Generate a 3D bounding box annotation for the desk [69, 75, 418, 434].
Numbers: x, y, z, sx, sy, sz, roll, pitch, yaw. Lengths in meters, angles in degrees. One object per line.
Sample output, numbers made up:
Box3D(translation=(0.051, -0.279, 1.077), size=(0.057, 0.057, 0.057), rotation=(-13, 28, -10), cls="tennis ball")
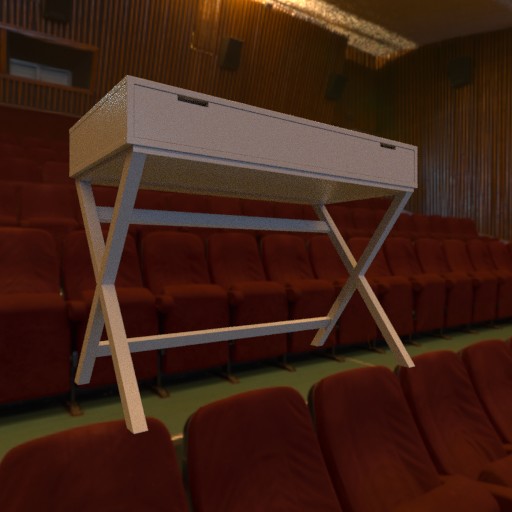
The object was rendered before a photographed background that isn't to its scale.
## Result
Box3D(translation=(0.000, 0.000, 1.473), size=(1.059, 0.780, 0.509), rotation=(0, 0, -36), cls="desk")
